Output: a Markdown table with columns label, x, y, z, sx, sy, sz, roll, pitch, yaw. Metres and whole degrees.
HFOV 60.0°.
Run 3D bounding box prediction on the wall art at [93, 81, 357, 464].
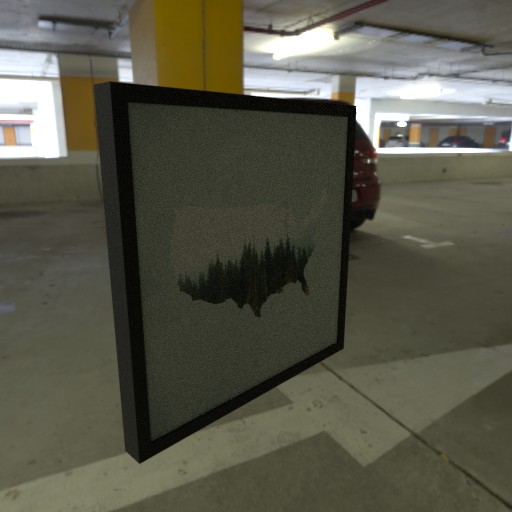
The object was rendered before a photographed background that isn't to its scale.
| label | x | y | z | sx | sy | sz | roll | pitch | yaw |
| --- | --- | --- | --- | --- | --- | --- | --- | --- | --- |
| wall art | 0.000 | 0.000 | 0.753 | 0.040 | 0.509 | 0.509 | 14 | 20 | 43 |
